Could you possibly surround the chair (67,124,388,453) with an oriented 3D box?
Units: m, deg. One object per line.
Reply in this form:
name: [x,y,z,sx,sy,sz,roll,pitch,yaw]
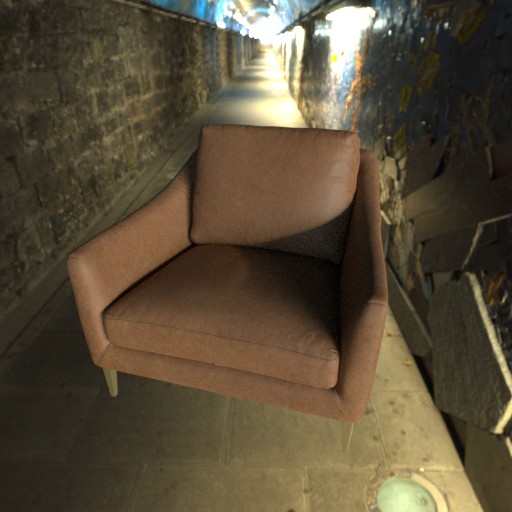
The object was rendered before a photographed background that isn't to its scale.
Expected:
chair: [0.000,0.000,1.720,0.988,0.895,0.963,8,27,15]
